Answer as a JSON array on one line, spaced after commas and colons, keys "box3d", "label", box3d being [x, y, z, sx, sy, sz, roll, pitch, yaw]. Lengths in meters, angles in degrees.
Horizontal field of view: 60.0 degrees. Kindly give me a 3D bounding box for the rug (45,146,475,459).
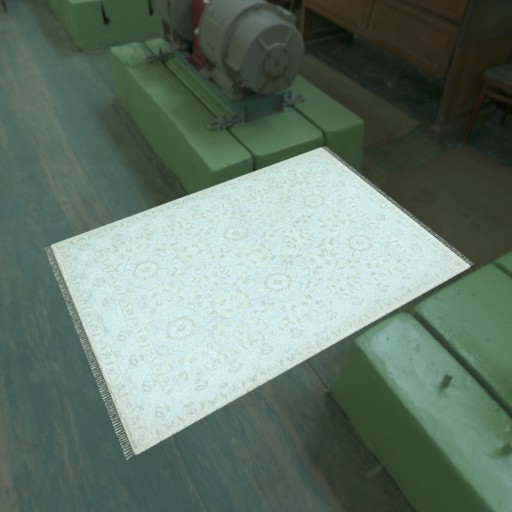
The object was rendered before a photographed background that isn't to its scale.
[{"box3d": [0.000, 0.000, 2.772, 2.233, 0.011, 1.514, -24, 51, -21], "label": "rug"}]
